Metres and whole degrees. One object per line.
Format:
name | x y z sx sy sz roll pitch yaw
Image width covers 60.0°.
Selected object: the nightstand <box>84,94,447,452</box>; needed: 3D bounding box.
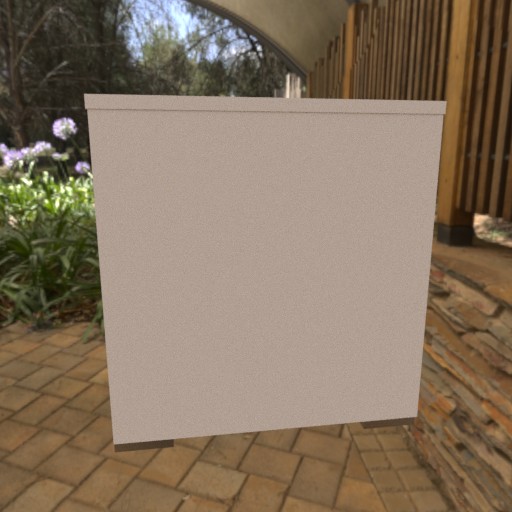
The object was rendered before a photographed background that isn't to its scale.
nightstand | 0.000 0.000 0.738 0.441 0.460 0.325 -2 13 -8
